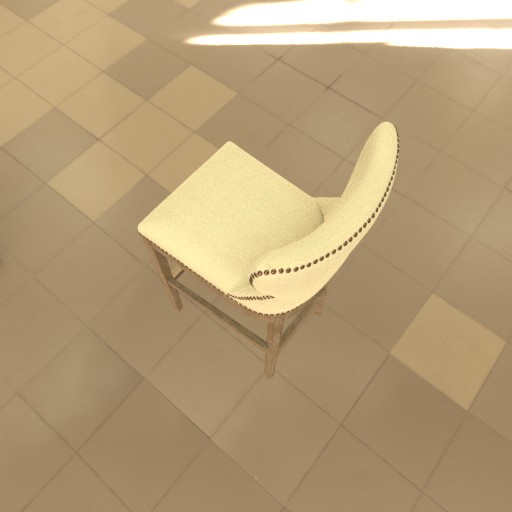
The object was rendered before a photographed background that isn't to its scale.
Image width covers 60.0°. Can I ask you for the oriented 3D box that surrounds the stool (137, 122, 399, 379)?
[{"bbox_3d":[0.000,0.000,1.460,0.606,1.123,0.494,36,69,16],"label":"stool"}]
